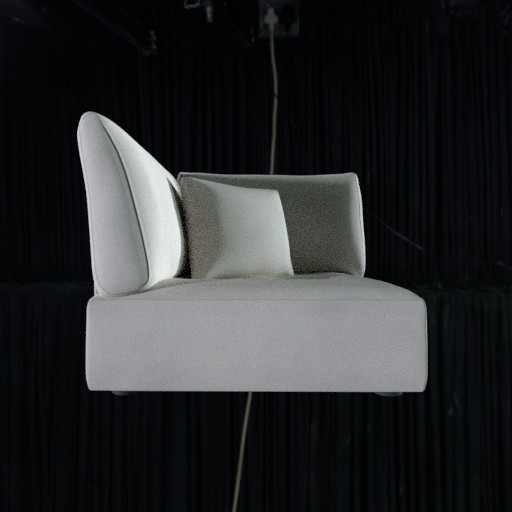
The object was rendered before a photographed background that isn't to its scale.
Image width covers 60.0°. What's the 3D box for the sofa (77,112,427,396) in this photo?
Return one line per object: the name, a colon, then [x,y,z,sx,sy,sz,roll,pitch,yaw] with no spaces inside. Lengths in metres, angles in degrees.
sofa: [0.000,0.000,1.709,1.000,0.820,1.000,0,0,1]
